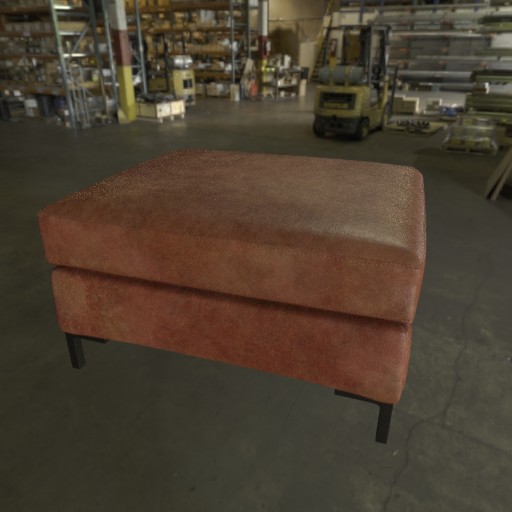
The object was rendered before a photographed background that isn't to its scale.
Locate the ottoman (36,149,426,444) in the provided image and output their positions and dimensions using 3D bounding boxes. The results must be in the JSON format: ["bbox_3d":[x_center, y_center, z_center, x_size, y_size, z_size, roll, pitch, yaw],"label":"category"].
[{"bbox_3d":[0.000,0.000,1.750,1.186,0.667,0.965,8,26,16],"label":"ottoman"}]
